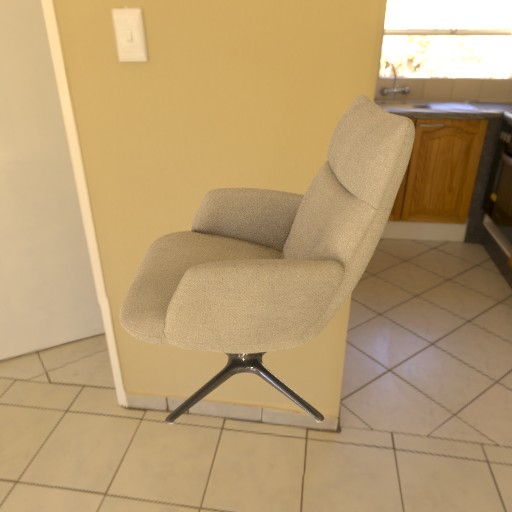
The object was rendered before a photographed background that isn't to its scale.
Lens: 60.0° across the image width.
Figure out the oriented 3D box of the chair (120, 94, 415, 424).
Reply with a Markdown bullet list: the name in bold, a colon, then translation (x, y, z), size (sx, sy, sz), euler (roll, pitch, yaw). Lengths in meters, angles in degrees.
- **chair**: translation (0.000, 0.000, 1.555), size (0.889, 1.016, 0.711), euler (0, 27, -1)
